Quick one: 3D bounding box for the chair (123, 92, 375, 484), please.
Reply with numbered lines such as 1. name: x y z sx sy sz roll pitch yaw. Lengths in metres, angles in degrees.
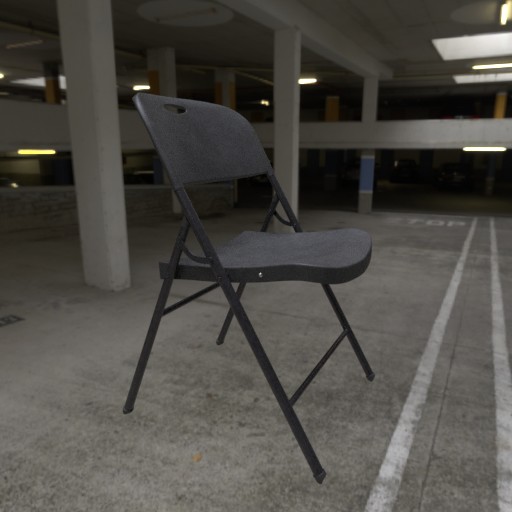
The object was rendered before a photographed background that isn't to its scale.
1. chair: 0.000 0.000 1.158 0.566 0.810 0.494 7 16 26
